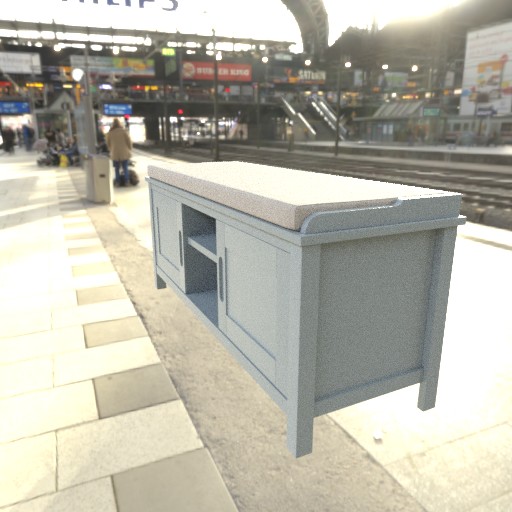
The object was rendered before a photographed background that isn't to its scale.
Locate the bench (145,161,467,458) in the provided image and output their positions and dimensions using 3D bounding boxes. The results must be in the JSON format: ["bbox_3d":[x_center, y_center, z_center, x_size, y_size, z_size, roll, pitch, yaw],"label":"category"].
[{"bbox_3d":[0.000,0.000,1.369,0.398,0.501,1.140,-8,17,-25],"label":"bench"}]
